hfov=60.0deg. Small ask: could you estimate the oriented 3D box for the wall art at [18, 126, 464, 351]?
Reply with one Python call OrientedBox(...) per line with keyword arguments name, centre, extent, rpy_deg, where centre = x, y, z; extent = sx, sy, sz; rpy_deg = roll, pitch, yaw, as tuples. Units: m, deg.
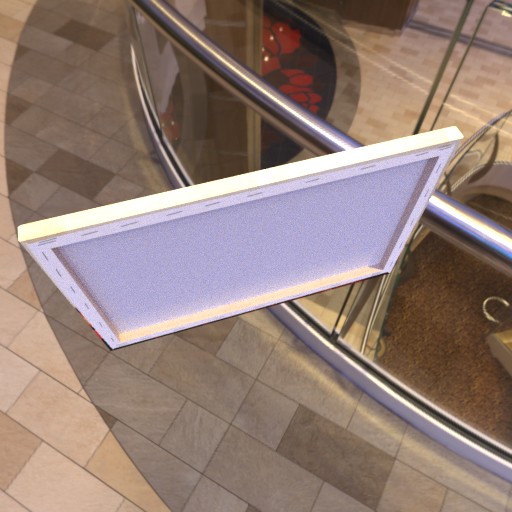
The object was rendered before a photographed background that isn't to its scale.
OrientedBox(name="wall art", centre=(0.000, 0.000, 1.143), extent=(0.918, 0.602, 0.038), rpy_deg=(-14, 60, -9))
